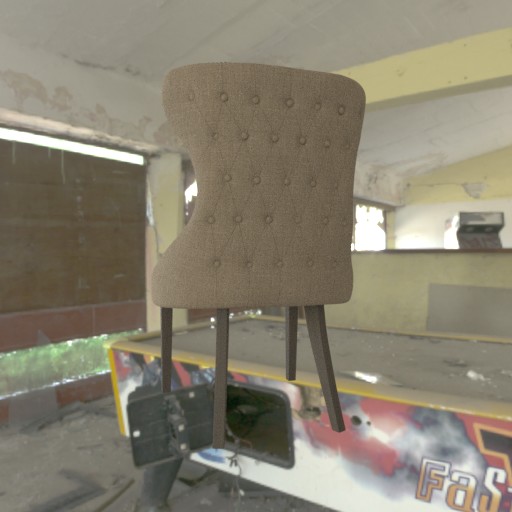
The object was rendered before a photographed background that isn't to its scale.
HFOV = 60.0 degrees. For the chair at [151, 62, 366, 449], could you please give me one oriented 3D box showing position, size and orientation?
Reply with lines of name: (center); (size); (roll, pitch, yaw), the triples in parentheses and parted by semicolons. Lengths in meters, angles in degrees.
chair: (0.000, 0.000, 1.388); (0.628, 0.967, 0.635); (0, 0, -18)
